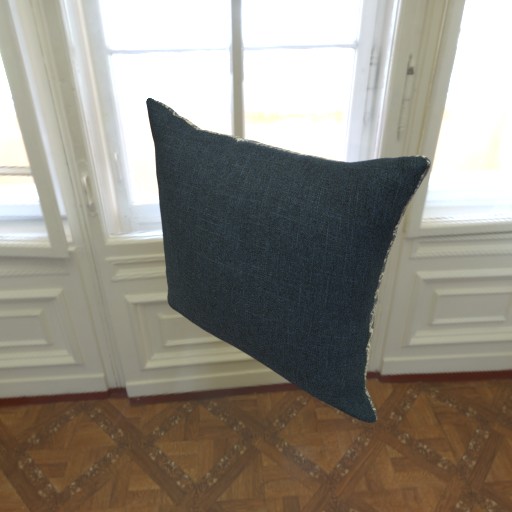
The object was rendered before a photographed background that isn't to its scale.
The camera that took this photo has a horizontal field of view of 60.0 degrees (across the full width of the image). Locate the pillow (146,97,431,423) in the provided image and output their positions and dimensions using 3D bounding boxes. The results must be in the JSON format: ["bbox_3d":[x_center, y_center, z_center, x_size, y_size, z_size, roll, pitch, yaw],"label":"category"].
[{"bbox_3d":[0.000,0.000,0.803,0.546,0.487,0.180,23,38,33],"label":"pillow"}]
